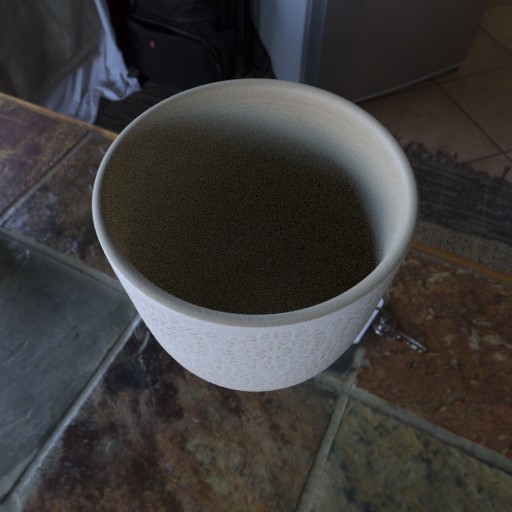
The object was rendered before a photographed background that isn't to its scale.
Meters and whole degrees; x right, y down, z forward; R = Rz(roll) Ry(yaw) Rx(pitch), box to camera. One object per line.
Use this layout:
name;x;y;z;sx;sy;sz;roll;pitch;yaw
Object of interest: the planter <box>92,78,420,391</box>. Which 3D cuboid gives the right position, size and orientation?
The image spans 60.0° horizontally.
planter;0.000;0.000;0.297;0.170;0.152;0.170;0;57;0
